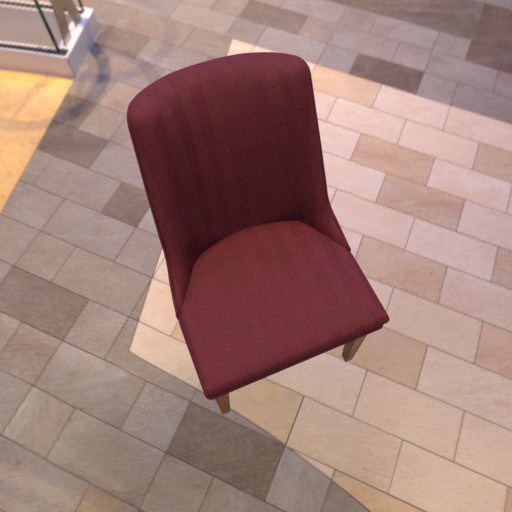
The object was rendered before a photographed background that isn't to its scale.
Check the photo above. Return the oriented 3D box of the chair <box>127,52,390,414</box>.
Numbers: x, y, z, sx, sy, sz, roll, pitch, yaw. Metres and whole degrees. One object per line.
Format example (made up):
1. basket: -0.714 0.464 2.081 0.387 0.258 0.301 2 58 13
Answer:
1. chair: 0.000 0.000 1.296 0.548 0.916 0.638 -20 65 -10
